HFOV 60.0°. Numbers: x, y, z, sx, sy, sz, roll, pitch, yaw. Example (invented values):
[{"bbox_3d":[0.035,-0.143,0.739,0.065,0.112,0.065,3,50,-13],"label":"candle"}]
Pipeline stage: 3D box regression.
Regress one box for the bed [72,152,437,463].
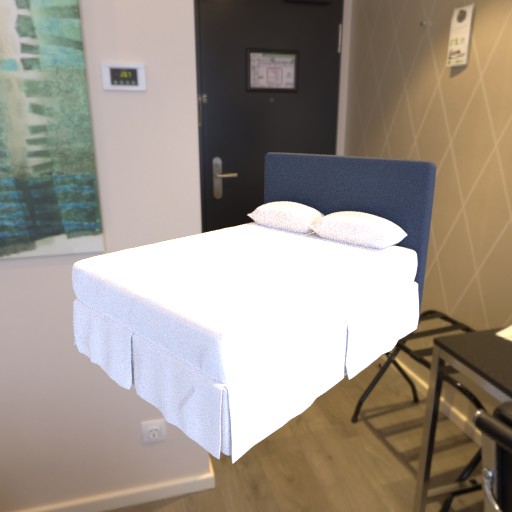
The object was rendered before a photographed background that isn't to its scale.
[{"bbox_3d":[0.000,0.000,3.207,1.713,1.330,2.162,15,22,42],"label":"bed"}]
